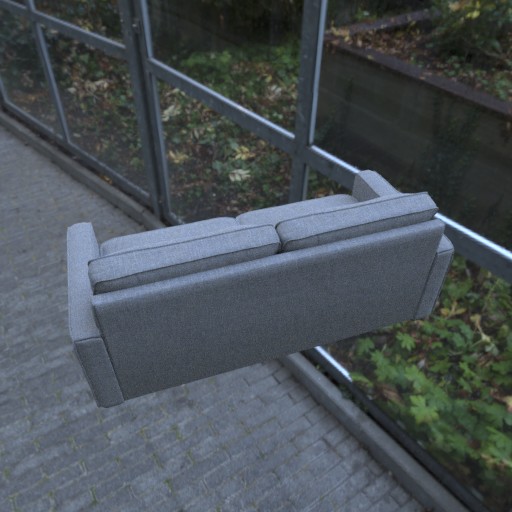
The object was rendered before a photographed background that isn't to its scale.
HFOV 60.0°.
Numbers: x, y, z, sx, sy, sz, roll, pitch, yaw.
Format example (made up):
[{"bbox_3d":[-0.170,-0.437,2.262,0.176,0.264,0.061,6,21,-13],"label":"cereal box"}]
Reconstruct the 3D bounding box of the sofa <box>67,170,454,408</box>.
[{"bbox_3d":[0.000,0.000,2.636,2.078,0.918,0.945,-12,42,-14],"label":"sofa"}]
